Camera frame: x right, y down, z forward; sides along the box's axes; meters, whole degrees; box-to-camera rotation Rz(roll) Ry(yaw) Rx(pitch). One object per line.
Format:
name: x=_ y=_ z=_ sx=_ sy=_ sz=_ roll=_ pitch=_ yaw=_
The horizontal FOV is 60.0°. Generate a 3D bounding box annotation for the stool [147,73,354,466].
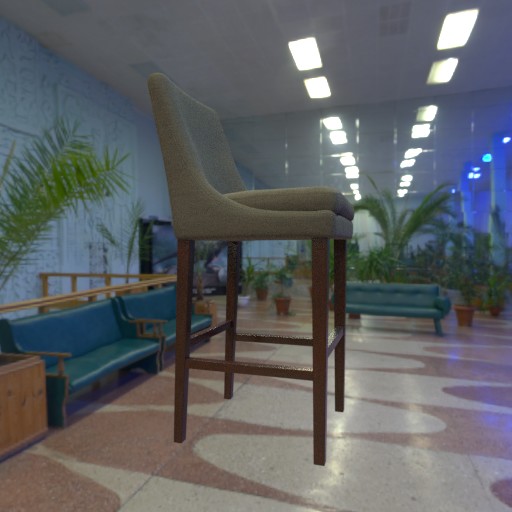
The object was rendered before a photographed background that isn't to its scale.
stool: x=0.000 y=0.000 z=1.414 sx=0.577 sy=1.078 sz=0.470 roll=0 pitch=1 yaw=18
